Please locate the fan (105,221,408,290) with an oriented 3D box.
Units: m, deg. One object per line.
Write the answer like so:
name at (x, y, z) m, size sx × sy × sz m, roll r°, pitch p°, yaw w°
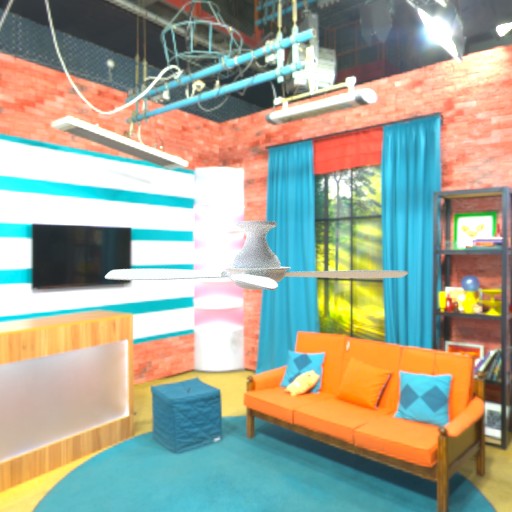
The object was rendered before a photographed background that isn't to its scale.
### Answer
fan at (0.000, 0.000, 2.513) m, size 1.694 × 0.382 × 1.693 m, roll 0°, pitch 0°, yaw 1°
